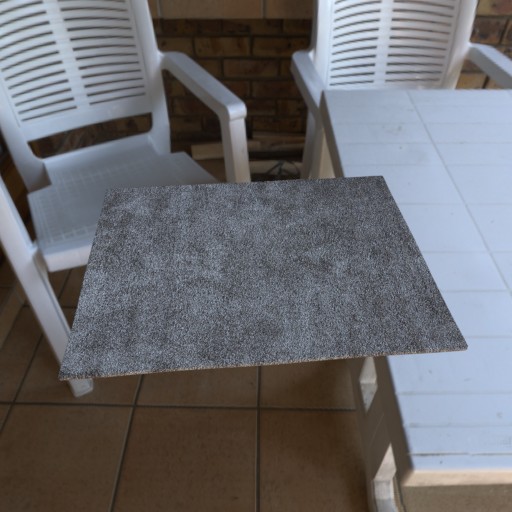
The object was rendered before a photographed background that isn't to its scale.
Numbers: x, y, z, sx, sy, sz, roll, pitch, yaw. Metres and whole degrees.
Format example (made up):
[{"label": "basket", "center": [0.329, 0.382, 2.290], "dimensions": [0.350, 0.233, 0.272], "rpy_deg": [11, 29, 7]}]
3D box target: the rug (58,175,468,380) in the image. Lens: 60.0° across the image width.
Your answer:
[{"label": "rug", "center": [0.000, 0.000, 2.147], "dimensions": [1.601, 0.025, 1.198], "rpy_deg": [-3, 45, -3]}]
